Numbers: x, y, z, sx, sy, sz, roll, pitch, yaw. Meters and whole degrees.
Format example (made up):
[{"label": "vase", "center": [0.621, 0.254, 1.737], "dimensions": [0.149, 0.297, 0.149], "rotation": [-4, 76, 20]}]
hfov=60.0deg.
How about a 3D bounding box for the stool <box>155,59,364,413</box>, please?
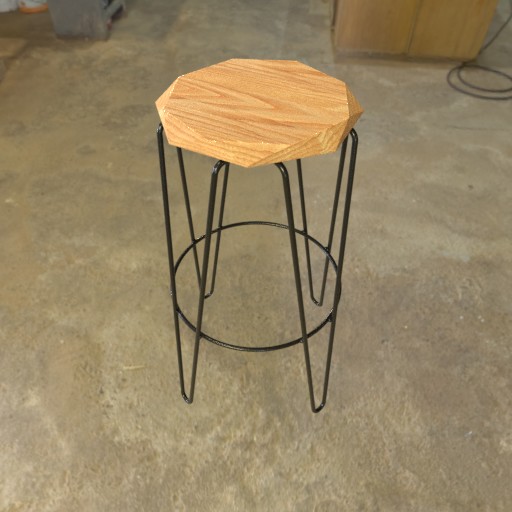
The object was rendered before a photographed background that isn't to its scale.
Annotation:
[{"label": "stool", "center": [0.000, 0.000, 0.806], "dimensions": [0.326, 0.610, 0.326], "rotation": [3, 46, 3]}]
